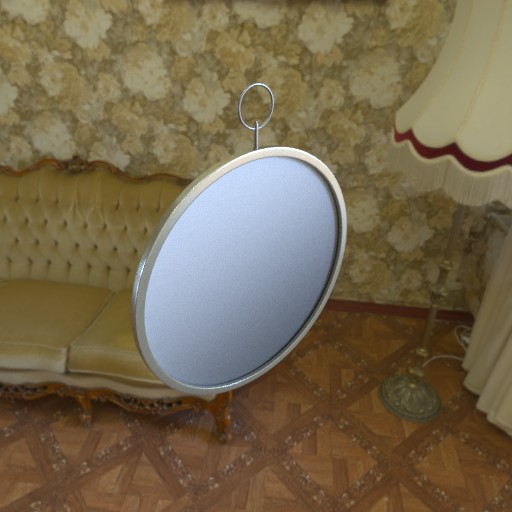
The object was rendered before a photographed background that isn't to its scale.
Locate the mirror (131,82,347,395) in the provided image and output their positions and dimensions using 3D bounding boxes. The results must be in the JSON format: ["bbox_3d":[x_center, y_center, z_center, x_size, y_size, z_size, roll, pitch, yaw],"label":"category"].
[{"bbox_3d":[0.000,0.000,0.968,0.594,0.713,0.020,-23,37,-34],"label":"mirror"}]
